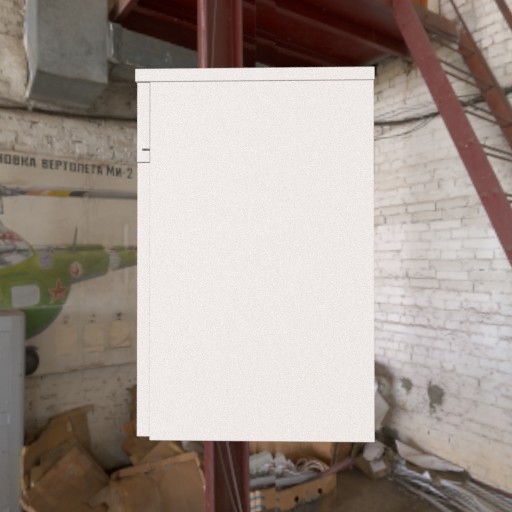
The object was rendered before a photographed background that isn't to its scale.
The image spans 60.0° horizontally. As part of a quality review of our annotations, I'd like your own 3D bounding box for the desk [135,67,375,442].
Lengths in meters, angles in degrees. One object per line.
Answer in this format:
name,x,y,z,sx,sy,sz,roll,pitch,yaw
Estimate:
desk,0.000,0.000,1.314,0.482,0.730,0.898,0,-1,1
